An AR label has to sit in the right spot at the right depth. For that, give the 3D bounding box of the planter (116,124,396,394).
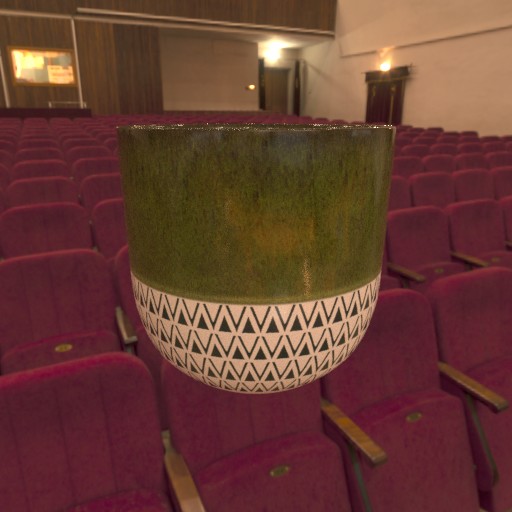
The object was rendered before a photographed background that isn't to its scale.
[{"bbox_3d":[0.000,0.000,0.478,0.266,0.270,0.266,0,17,0],"label":"planter"}]
